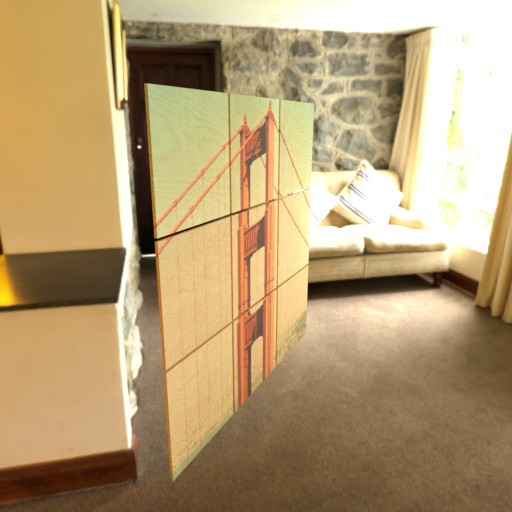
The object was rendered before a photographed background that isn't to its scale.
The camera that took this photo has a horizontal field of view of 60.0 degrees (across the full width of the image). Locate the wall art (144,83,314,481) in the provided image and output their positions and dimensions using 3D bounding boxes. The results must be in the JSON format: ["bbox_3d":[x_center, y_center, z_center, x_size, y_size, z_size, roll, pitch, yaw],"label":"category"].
[{"bbox_3d":[0.000,0.000,2.249,0.013,1.523,1.517,8,18,26],"label":"wall art"}]
